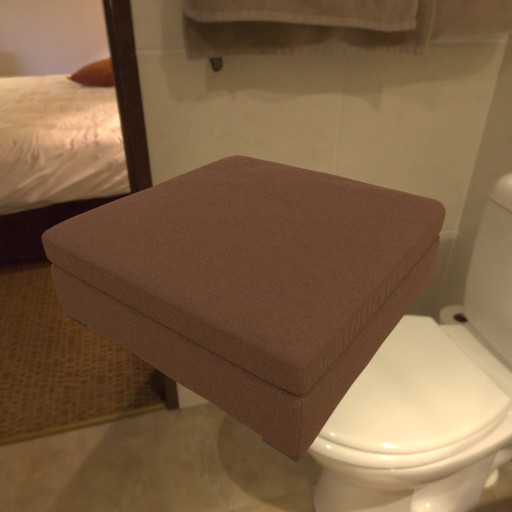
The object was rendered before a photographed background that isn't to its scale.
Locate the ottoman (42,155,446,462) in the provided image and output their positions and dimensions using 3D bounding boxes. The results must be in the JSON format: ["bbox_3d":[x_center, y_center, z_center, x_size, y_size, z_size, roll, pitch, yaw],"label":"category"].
[{"bbox_3d":[0.000,0.000,1.838,1.181,0.470,1.181,21,36,31],"label":"ottoman"}]
